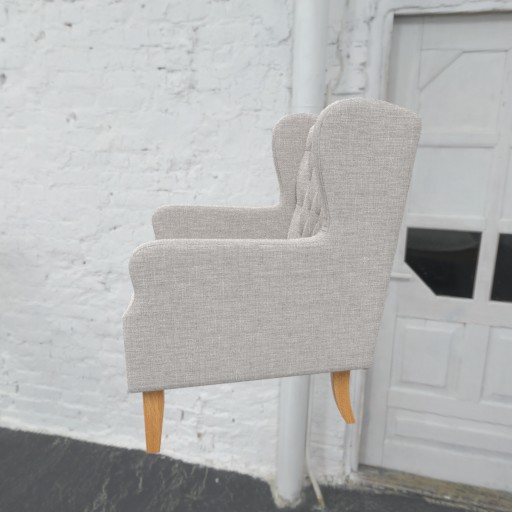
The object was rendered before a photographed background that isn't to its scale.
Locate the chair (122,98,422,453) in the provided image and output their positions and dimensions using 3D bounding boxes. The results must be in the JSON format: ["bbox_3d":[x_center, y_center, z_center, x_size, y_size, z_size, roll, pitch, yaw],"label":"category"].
[{"bbox_3d":[0.000,0.000,1.449,0.760,0.930,0.710,-2,15,-8],"label":"chair"}]
